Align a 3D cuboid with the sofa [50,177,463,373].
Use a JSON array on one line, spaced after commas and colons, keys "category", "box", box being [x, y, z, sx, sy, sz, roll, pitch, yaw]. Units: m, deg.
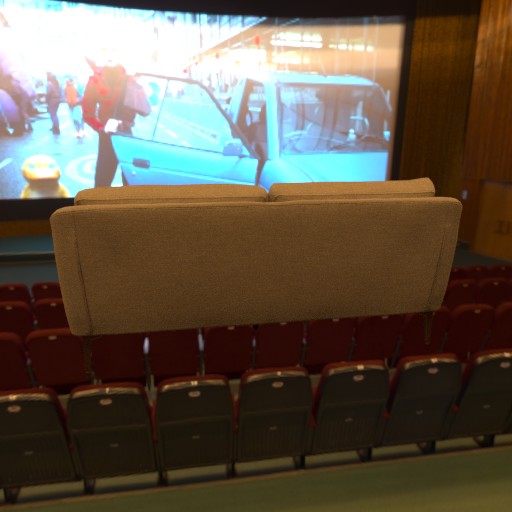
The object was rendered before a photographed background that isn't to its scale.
[{"category": "sofa", "box": [0.000, 0.000, 2.554, 2.036, 0.913, 0.980, -3, 15, -10]}]
